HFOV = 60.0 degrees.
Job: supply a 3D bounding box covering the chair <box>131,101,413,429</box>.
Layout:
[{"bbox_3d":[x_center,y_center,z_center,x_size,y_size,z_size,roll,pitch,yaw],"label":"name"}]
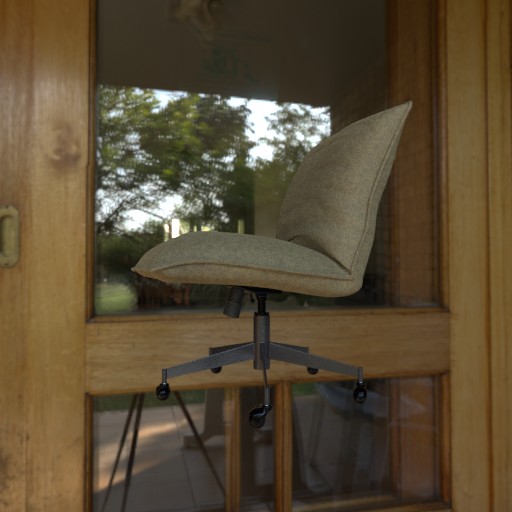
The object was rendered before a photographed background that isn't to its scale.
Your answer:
[{"bbox_3d":[0.000,0.000,1.322,0.696,0.811,0.597,0,-1,-19],"label":"chair"}]
